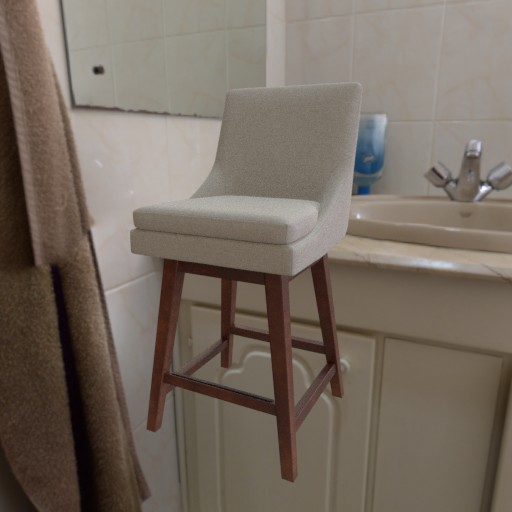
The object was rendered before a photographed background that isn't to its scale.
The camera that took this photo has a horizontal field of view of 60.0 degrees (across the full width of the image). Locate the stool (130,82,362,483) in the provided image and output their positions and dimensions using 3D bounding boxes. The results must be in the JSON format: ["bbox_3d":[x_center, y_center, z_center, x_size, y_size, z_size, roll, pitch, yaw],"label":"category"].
[{"bbox_3d":[0.000,0.000,1.301,0.469,0.991,0.559,7,16,26],"label":"stool"}]
